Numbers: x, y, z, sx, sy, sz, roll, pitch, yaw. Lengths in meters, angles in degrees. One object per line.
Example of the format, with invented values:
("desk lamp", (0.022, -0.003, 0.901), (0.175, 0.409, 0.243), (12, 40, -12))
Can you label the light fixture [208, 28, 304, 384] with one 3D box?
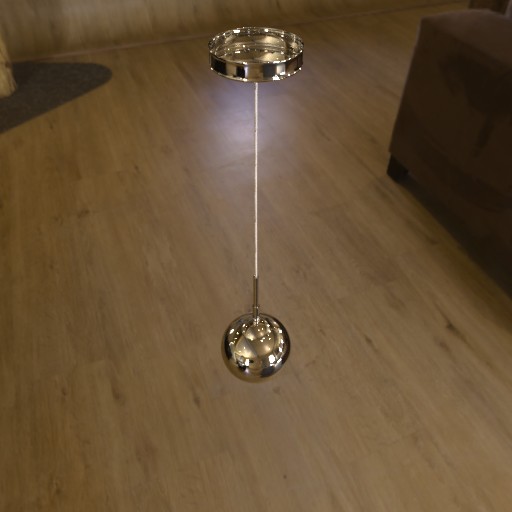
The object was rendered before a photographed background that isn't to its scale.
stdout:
("light fixture", (0.000, 0.000, 1.680), (0.336, 1.538, 0.336), (-4, 45, -4))
